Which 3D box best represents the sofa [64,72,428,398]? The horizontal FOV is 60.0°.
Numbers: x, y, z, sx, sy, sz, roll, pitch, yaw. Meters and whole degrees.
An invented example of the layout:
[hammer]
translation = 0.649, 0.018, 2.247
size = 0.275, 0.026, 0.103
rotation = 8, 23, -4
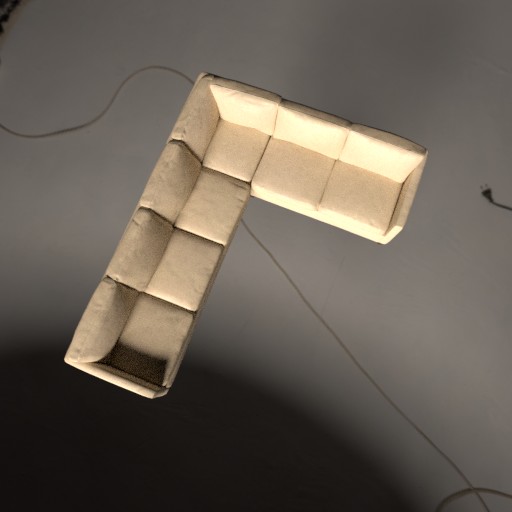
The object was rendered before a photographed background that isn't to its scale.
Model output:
[sofa]
translation = 0.000, 0.000, 4.531
size = 2.593, 0.947, 3.302
rotation = 21, 78, 5
